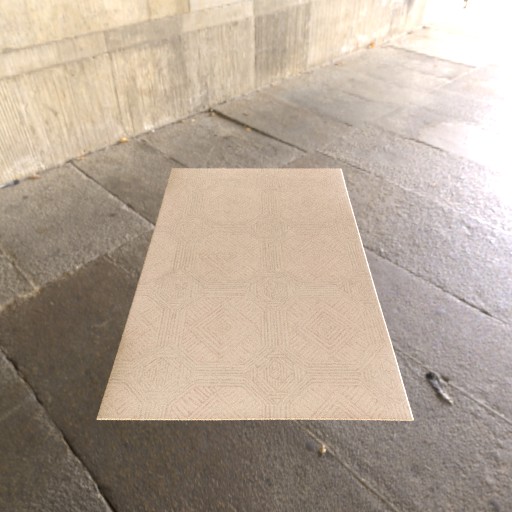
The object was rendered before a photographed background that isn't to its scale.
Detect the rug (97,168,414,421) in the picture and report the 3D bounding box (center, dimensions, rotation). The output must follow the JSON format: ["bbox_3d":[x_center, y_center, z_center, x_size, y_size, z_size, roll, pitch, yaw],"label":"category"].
[{"bbox_3d":[0.000,0.000,3.060,1.524,0.008,2.440,0,40,0],"label":"rug"}]
